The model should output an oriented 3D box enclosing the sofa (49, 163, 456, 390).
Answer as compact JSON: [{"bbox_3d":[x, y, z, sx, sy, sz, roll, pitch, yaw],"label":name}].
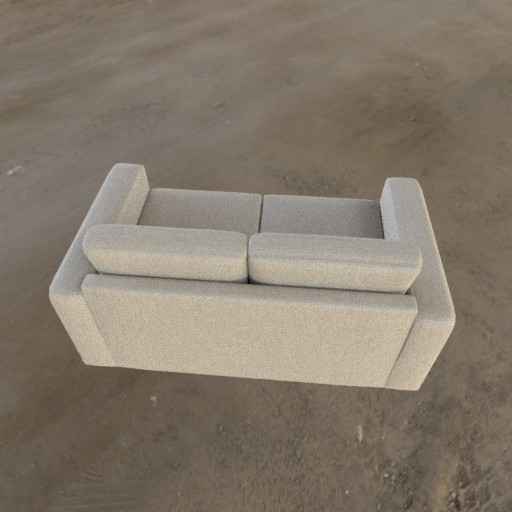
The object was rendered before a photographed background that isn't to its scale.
[{"bbox_3d":[0.000,0.000,2.050,1.540,0.800,0.900,4,47,3],"label":"sofa"}]
